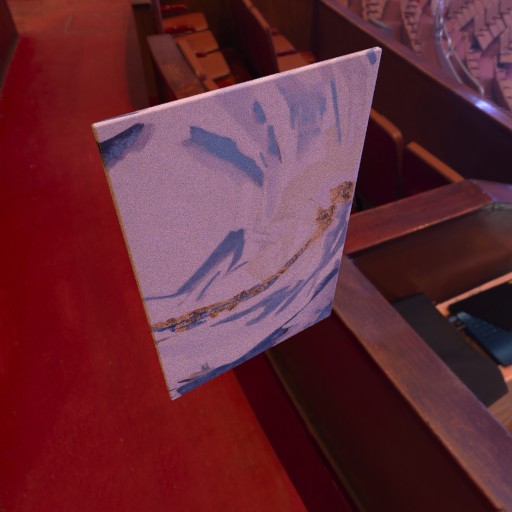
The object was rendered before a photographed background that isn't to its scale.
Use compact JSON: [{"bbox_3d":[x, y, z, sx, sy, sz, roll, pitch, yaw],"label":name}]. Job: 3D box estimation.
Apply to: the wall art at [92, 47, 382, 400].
[{"bbox_3d":[0.000,0.000,1.136,0.610,0.914,0.016,-24,50,-22],"label":"wall art"}]
